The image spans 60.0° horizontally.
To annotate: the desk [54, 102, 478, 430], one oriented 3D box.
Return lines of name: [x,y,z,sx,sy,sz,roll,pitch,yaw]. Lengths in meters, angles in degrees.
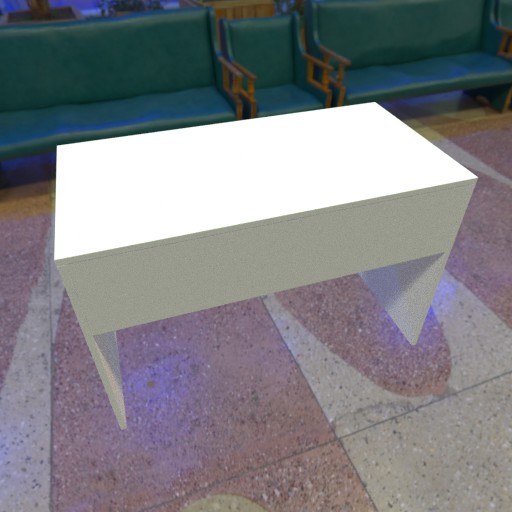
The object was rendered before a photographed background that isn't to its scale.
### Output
desk: [0.000,0.000,1.525,1.100,0.730,0.560,-12,42,-14]
